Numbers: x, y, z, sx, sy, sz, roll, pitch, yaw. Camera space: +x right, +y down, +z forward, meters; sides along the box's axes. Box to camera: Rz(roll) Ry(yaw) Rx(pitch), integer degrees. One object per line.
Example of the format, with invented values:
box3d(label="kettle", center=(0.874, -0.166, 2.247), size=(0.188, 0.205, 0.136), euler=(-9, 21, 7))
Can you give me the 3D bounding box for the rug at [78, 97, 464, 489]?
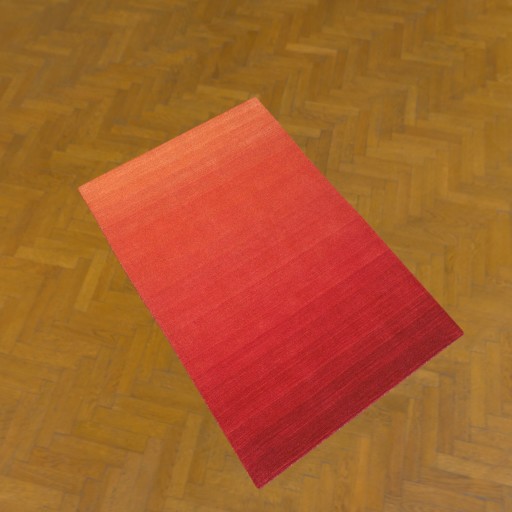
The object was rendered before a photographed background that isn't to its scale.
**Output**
box3d(label="rug", center=(0.000, 0.000, 2.341), size=(1.230, 0.018, 1.835), euler=(-32, 69, -13))
